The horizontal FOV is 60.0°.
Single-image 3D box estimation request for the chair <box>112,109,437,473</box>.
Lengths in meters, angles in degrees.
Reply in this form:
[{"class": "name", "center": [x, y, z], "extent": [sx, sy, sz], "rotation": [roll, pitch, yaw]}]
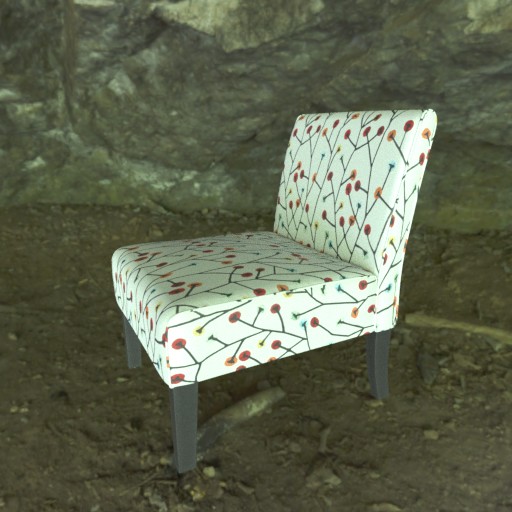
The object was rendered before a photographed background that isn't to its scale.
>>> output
[{"class": "chair", "center": [0.000, 0.000, 1.296], "extent": [0.732, 0.813, 0.597], "rotation": [-8, 18, -27]}]
